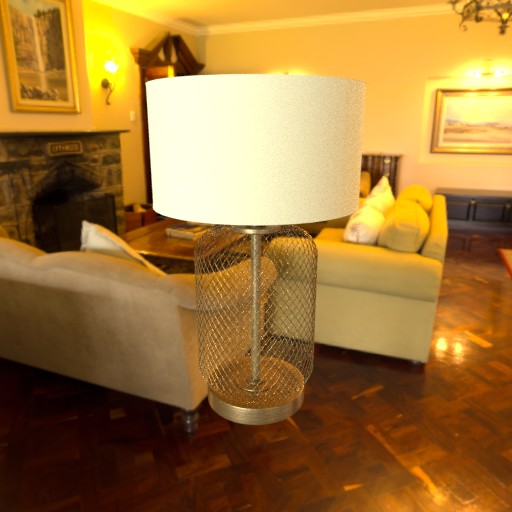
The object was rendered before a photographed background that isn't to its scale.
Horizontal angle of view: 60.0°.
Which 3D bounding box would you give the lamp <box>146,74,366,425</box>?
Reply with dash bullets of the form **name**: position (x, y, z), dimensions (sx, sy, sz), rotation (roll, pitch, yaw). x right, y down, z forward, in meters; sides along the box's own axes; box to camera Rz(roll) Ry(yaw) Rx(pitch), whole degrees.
- **lamp**: position (0.000, 0.000, 0.805), dimensions (0.353, 0.578, 0.353), rotation (0, 16, 0)
